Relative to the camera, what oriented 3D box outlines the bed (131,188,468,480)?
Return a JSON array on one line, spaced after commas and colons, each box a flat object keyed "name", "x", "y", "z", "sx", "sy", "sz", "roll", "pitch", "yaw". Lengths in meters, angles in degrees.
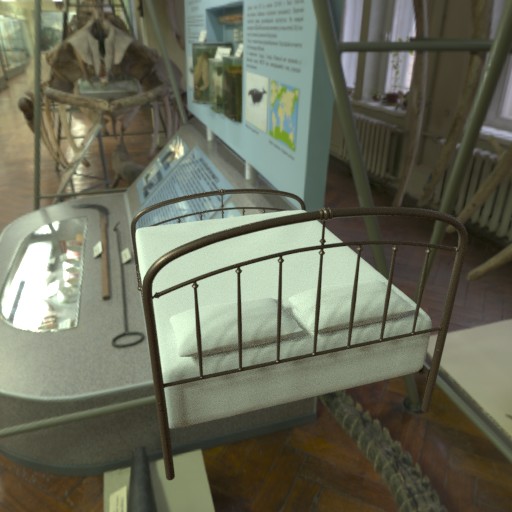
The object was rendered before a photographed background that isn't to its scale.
[{"name": "bed", "x": 0.000, "y": 0.000, "z": 3.236, "sx": 1.711, "sy": 1.475, "sz": 2.168, "roll": -8, "pitch": 27, "yaw": -15}]
